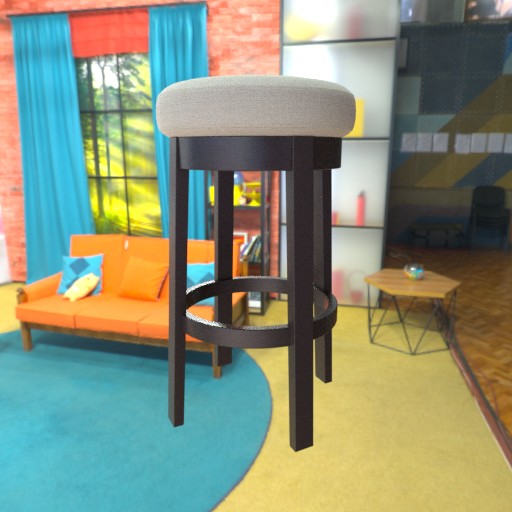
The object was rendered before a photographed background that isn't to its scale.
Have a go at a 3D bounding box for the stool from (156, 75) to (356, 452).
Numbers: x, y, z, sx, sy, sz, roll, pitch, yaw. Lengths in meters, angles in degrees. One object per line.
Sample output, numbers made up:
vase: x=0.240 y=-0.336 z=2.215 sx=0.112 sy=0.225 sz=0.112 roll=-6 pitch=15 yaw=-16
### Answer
stool: x=0.000 y=0.000 z=1.044 sx=0.446 sy=0.758 sz=0.446 roll=0 pitch=14 yaw=0
